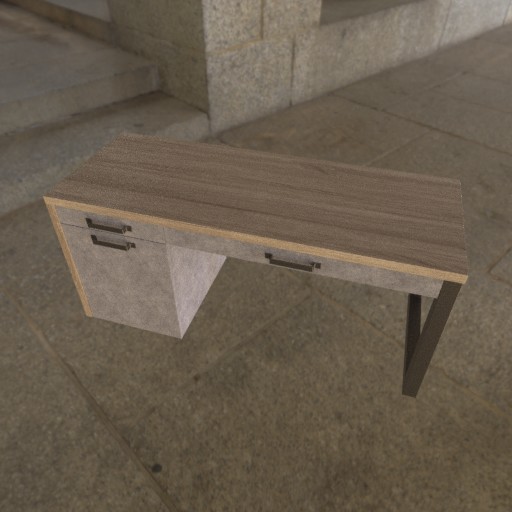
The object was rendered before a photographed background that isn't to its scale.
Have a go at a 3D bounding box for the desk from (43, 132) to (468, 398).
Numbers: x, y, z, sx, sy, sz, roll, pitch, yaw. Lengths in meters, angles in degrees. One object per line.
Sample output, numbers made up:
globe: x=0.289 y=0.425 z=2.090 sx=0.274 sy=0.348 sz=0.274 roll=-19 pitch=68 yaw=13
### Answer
desk: x=0.000 y=0.000 z=2.170 sx=1.700 sy=0.760 sz=0.690 roll=11 pitch=41 yaw=13
